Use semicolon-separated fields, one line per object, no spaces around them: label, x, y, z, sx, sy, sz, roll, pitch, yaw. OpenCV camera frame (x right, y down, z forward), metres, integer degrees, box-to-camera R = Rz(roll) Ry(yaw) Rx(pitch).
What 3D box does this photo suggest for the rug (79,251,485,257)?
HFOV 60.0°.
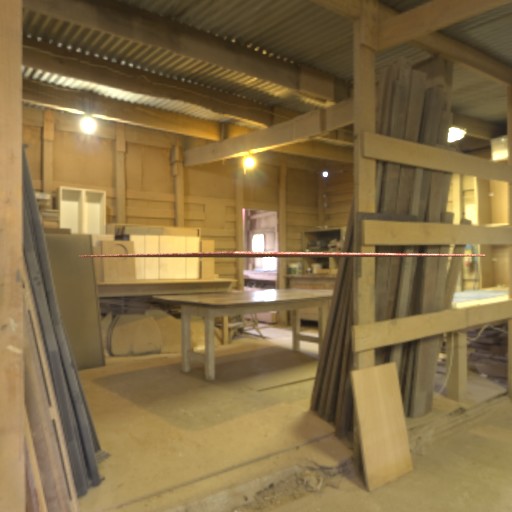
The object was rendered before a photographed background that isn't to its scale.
rug;0.000;0.000;4.158;2.441;0.016;3.050;0;-1;-35
